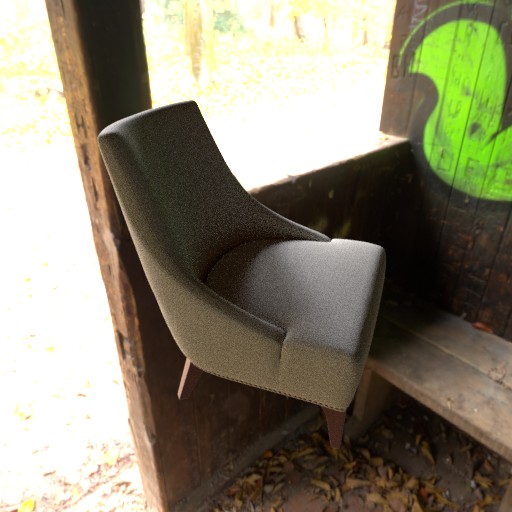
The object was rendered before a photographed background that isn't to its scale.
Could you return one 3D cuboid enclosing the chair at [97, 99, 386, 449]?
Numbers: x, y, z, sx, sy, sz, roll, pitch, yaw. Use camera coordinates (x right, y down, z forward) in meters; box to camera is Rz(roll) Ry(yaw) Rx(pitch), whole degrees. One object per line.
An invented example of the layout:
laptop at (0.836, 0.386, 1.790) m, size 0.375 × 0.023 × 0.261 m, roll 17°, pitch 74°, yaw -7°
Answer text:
chair at (0.000, 0.000, 1.535) m, size 0.861 × 0.909 × 0.701 m, roll 10°, pitch 31°, yaw 17°
